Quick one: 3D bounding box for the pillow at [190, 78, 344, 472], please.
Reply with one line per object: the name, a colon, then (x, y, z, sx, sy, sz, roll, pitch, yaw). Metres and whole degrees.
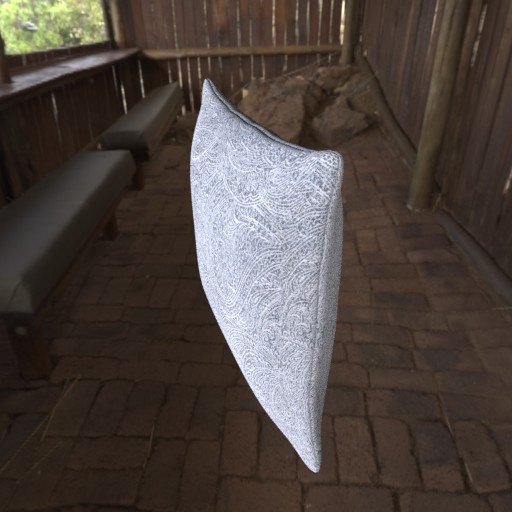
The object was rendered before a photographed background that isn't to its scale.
pillow: (0.000, 0.000, 0.772, 0.166, 0.510, 0.523, -10, 32, -17)
